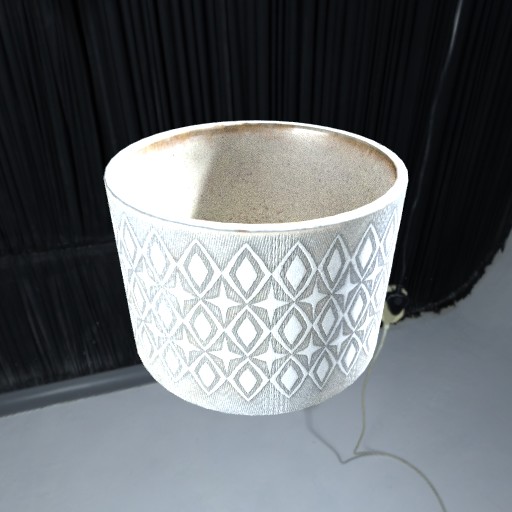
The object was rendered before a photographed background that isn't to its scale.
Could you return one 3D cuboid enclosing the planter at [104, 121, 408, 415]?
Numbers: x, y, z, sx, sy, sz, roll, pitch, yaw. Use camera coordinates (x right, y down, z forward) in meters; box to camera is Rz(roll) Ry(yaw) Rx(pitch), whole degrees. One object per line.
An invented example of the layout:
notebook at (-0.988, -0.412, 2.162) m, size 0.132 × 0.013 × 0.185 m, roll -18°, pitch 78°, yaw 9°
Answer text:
planter at (0.000, 0.000, 0.320) m, size 0.186 × 0.144 × 0.186 m, roll 0°, pitch 32°, yaw 0°
